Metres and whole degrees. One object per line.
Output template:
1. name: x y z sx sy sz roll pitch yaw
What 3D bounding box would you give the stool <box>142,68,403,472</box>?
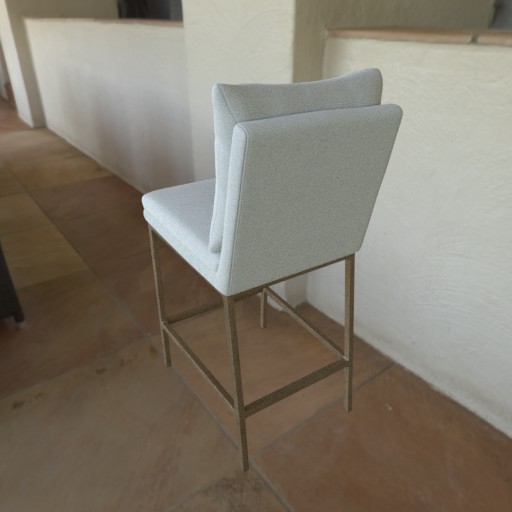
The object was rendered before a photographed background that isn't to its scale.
1. stool: 0.000 0.000 1.306 0.463 1.032 0.572 -17 33 -29
